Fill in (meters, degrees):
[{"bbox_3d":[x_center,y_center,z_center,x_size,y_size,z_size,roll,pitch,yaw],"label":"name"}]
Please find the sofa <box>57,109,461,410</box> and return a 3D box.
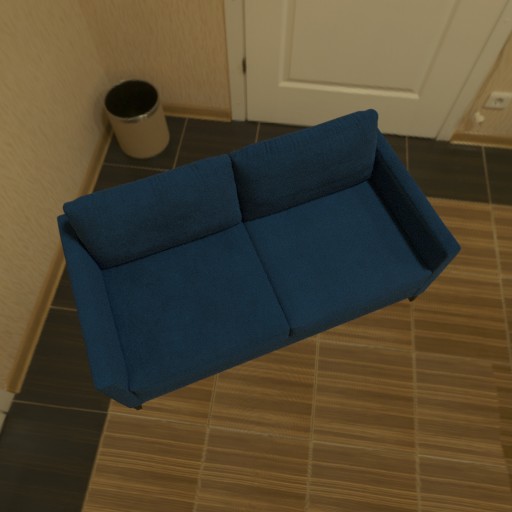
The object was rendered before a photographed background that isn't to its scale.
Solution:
[{"bbox_3d":[0.000,0.000,2.185,1.676,0.817,0.875,-19,65,-10],"label":"sofa"}]
